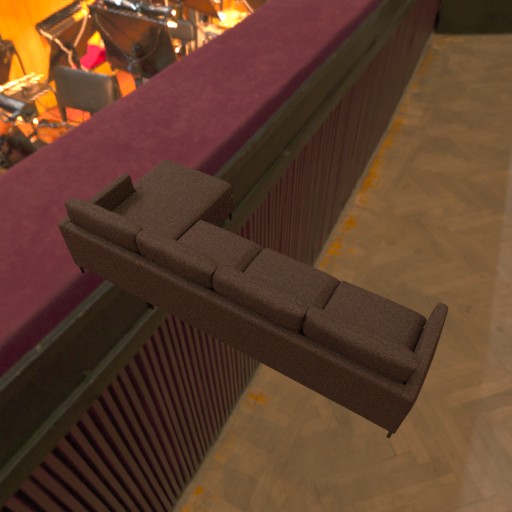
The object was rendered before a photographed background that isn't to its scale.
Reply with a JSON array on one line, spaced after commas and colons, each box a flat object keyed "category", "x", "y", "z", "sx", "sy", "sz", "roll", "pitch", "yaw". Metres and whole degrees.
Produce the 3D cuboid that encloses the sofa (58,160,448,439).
[{"category": "sofa", "x": 0.000, "y": 0.000, "z": 3.880, "sx": 3.221, "sy": 0.892, "sz": 1.483, "roll": 24, "pitch": 51, "yaw": 21}]
